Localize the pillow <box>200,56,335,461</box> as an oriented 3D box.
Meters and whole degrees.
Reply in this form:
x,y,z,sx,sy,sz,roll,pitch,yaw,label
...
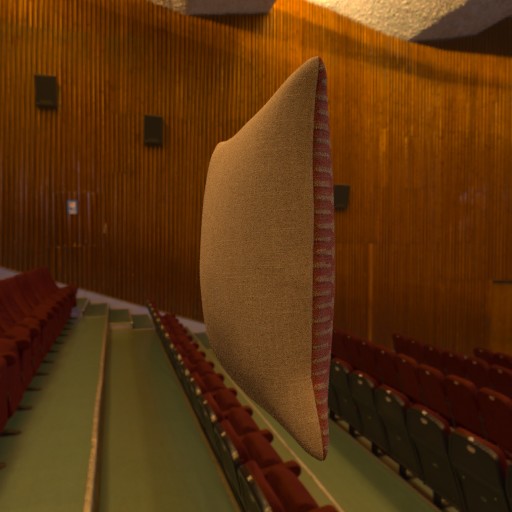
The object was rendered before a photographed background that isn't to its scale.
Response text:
x,y,z,sx,sy,sz,roll,pitch,yaw,label
0.000,0.000,0.787,0.182,0.503,0.511,-1,2,-18,pillow
